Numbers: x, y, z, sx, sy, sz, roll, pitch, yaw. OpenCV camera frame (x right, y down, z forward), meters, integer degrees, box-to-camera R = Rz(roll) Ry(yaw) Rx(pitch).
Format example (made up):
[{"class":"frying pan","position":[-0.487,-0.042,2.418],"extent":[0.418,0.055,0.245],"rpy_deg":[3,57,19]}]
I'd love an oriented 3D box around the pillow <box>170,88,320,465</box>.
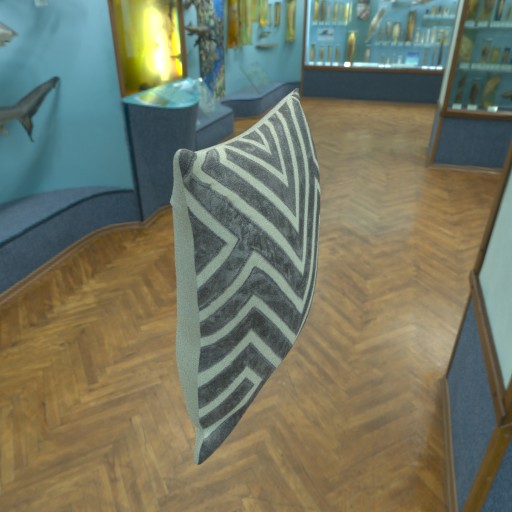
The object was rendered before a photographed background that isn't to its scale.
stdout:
[{"class":"pillow","position":[0.000,0.000,0.683],"extent":[0.182,0.441,0.440],"rpy_deg":[10,31,17]}]
